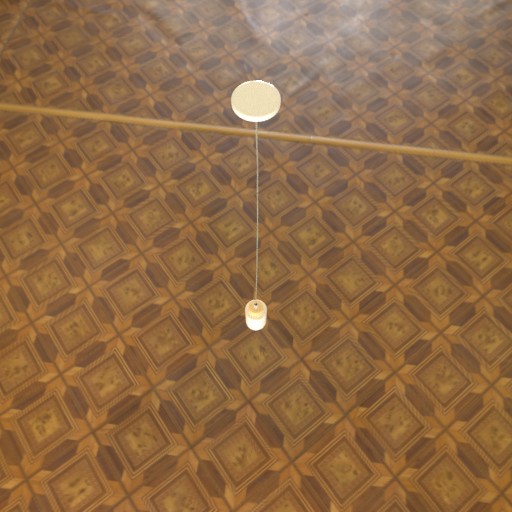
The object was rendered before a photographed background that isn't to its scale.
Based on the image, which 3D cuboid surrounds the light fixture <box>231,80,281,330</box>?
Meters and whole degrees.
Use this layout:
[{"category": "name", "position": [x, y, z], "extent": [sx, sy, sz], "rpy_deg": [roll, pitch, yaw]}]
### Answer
[{"category": "light fixture", "position": [0.000, 0.000, 1.921], "extent": [0.125, 1.798, 0.125], "rpy_deg": [-35, 69, -16]}]
